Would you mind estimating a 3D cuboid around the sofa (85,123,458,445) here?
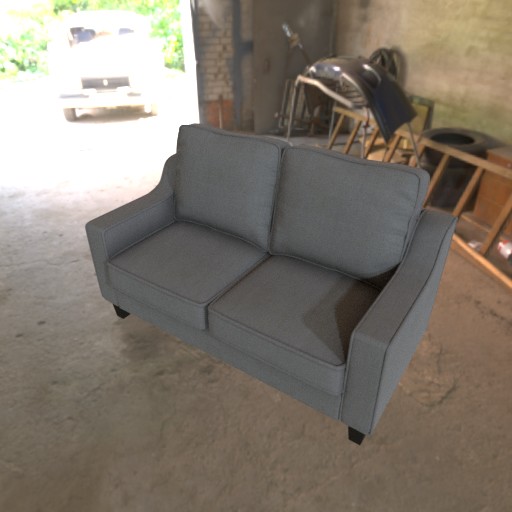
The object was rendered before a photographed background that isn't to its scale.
[{"bbox_3d":[0.000,0.000,2.052,1.500,0.948,0.791,20,37,28],"label":"sofa"}]
